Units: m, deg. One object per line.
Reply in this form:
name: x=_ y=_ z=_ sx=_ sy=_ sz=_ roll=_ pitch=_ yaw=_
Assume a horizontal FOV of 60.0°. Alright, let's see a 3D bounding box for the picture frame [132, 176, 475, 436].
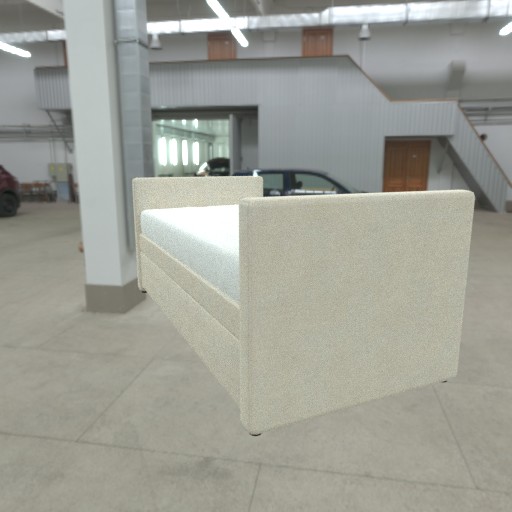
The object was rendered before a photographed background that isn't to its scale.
picture frame: x=0.000 y=0.000 z=2.710 sx=1.069 sy=0.891 sz=2.161 roll=-6 pitch=13 yaw=-25
